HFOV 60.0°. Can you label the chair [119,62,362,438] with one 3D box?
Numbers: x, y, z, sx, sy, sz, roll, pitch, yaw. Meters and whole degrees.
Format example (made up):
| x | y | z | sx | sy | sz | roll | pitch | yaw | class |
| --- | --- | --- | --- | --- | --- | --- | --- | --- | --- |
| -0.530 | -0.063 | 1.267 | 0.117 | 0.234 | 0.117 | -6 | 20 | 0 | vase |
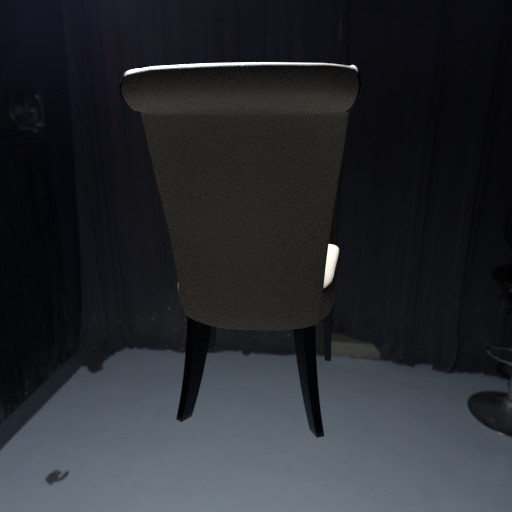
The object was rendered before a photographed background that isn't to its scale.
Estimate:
| x | y | z | sx | sy | sz | roll | pitch | yaw | class |
| --- | --- | --- | --- | --- | --- | --- | --- | --- | --- |
| 0.000 | 0.000 | 1.313 | 0.522 | 0.997 | 0.623 | 3 | 18 | 9 | chair |
